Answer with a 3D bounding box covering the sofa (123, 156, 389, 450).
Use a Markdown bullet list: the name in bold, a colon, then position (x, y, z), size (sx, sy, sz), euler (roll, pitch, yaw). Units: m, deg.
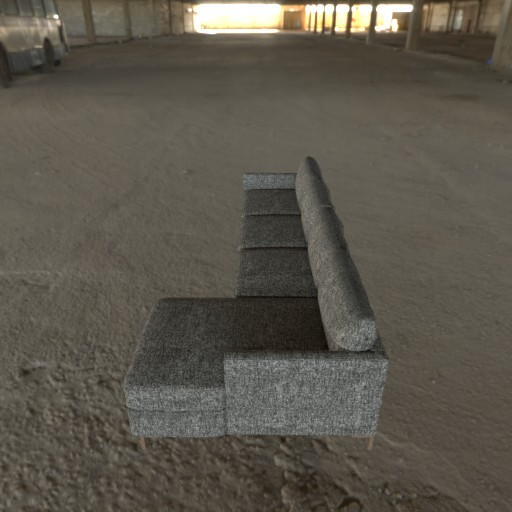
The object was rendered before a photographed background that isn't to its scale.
- **sofa**: position (0.000, 0.000, 3.986), size (1.488, 0.970, 3.384), euler (0, 28, 1)
